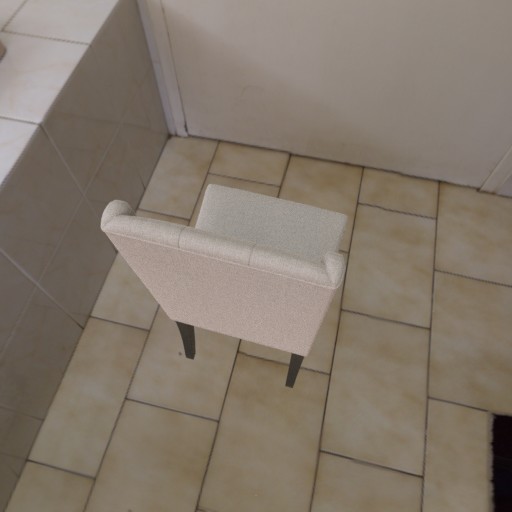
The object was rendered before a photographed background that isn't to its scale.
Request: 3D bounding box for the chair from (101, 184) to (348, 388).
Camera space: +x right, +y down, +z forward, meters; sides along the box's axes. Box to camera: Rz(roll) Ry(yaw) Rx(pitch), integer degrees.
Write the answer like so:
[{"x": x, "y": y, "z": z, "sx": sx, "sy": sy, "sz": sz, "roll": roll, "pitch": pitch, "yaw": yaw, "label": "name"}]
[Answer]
[{"x": 0.000, "y": 0.000, "z": 1.275, "sx": 0.474, "sy": 0.961, "sz": 0.523, "roll": 14, "pitch": 63, "yaw": 7, "label": "chair"}]
